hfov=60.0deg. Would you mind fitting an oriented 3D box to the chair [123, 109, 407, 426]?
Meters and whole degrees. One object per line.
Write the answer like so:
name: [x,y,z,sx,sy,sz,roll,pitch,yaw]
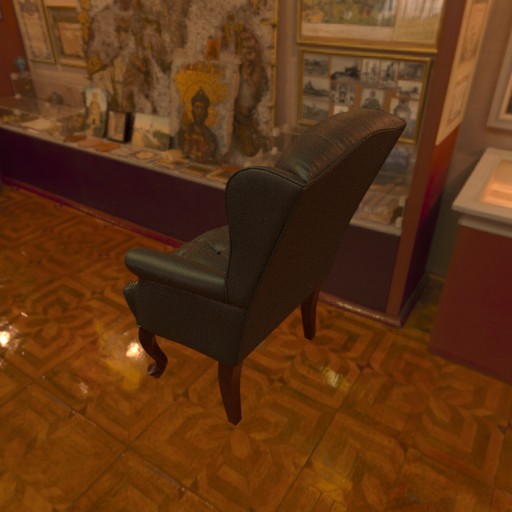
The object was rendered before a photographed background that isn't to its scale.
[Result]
chair: [0.000,0.000,1.653,0.762,1.111,0.838,21,37,30]
